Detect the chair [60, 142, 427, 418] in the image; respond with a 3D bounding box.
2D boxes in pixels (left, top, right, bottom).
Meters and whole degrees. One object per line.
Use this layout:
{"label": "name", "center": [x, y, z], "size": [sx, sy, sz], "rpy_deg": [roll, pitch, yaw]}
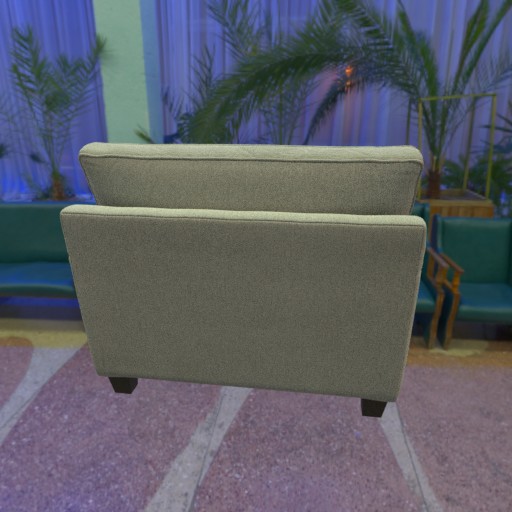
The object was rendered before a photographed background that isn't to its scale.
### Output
{"label": "chair", "center": [0.000, 0.000, 1.971], "size": [1.220, 1.016, 1.041], "rpy_deg": [3, 19, 8]}
